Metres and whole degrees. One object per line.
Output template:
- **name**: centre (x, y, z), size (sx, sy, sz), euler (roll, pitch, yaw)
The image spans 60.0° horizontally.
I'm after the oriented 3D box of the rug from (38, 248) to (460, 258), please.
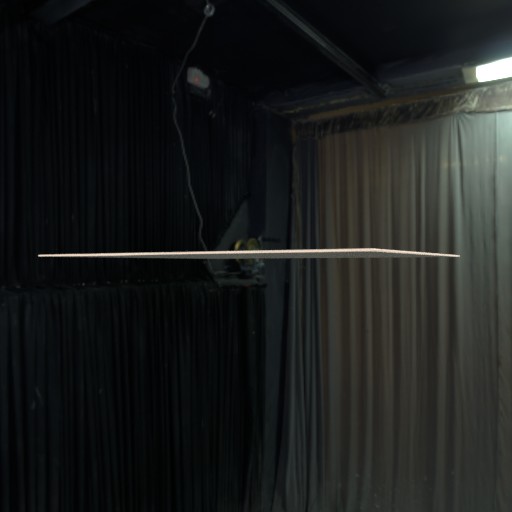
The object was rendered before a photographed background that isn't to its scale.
- **rug**: centre (0.000, 0.000, 3.866), size (2.895, 0.018, 2.288), euler (-1, -1, 34)
